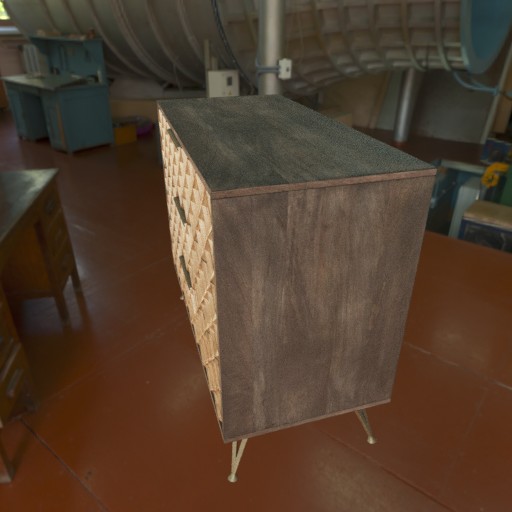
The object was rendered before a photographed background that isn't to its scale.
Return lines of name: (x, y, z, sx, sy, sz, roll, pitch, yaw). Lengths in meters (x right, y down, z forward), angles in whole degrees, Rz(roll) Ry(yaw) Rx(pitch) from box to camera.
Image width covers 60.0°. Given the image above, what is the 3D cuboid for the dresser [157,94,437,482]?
dresser: (0.000, 0.000, 1.378, 0.453, 0.801, 0.923, -8, 30, -15)
